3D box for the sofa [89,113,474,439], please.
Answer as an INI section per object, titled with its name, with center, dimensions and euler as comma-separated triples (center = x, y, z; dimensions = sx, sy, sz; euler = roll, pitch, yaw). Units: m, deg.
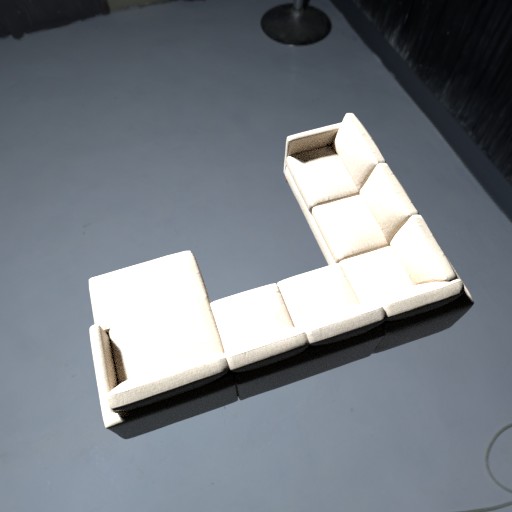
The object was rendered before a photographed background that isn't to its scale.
[sofa]
center = 0.000, 0.000, 4.645
dimensions = 3.460, 0.961, 2.594
euler = -16, 61, -9
